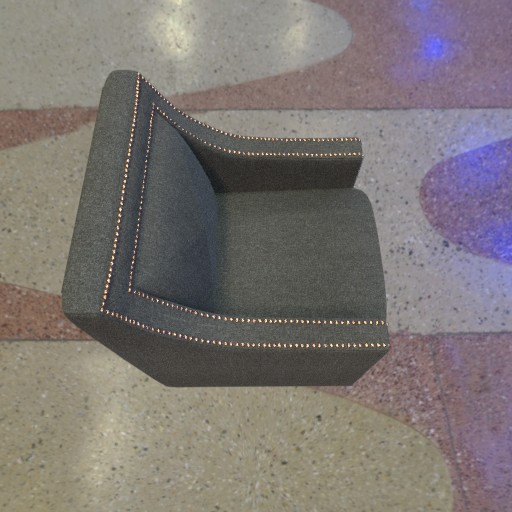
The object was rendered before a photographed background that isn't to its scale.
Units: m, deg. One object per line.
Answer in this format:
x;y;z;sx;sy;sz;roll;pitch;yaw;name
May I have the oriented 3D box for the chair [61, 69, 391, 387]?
0.000;0.000;1.561;0.884;0.967;0.776;0;64;0;chair
